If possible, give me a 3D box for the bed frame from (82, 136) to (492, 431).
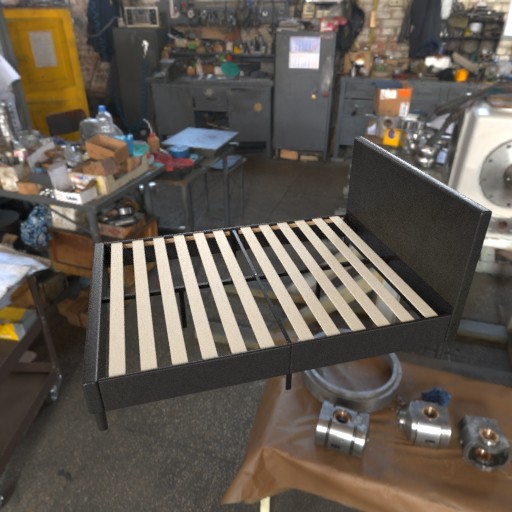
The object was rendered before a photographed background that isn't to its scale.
[{"bbox_3d":[0.000,0.000,2.927,2.152,1.046,1.469,-8,31,-13],"label":"bed frame"}]
